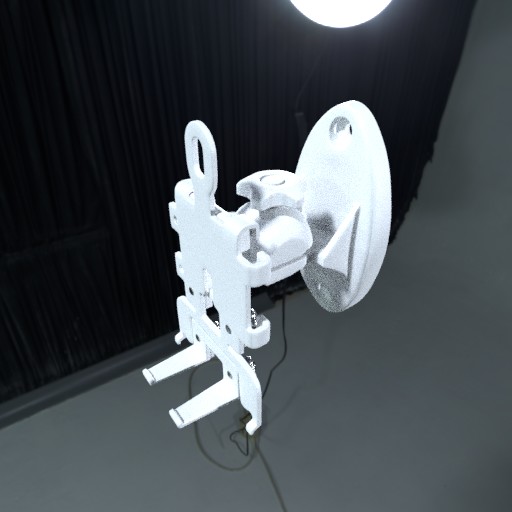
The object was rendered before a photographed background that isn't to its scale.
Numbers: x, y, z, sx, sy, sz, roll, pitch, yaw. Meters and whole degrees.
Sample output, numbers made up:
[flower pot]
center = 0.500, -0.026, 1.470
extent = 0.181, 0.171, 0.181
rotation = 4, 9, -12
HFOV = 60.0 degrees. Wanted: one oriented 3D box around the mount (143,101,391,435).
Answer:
[mount]
center = 0.000, 0.000, 0.181
extent = 0.100, 0.118, 0.066
rotation = -22, 40, -29
